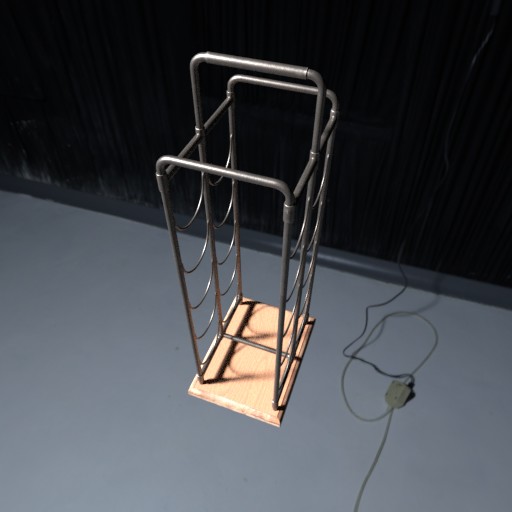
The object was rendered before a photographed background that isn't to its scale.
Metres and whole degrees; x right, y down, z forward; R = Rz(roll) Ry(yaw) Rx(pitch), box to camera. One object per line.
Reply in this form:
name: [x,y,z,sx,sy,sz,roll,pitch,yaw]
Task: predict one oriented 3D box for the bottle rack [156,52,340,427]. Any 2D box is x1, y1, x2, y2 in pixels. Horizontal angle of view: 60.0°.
bottle rack: [0.000,0.000,0.771,0.208,0.680,0.276,15,49,14]
